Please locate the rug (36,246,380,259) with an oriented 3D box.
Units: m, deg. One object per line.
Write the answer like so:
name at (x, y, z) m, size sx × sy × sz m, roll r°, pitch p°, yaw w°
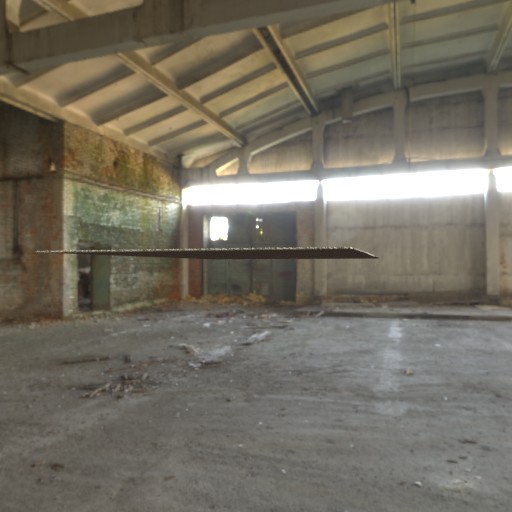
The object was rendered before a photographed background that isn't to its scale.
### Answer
rug at (0.000, 0.000, 2.389) m, size 1.220 × 0.005 × 1.828 m, roll 0°, pitch -1°, yaw 18°
